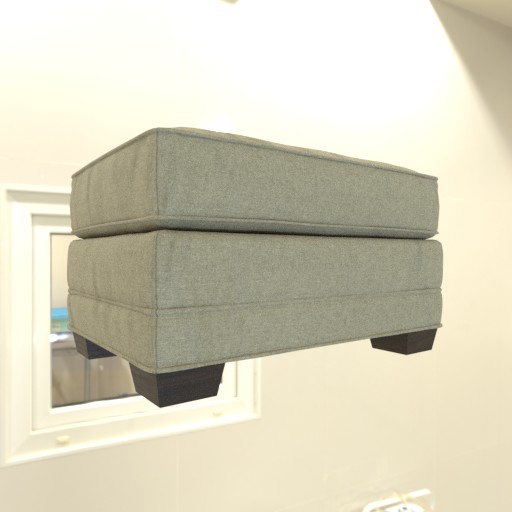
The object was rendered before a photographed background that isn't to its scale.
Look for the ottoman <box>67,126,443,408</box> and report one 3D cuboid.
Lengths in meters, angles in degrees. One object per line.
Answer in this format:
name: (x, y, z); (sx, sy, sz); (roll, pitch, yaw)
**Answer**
ottoman: (0.000, 0.000, 1.186); (0.848, 0.508, 0.611); (0, 0, -36)
